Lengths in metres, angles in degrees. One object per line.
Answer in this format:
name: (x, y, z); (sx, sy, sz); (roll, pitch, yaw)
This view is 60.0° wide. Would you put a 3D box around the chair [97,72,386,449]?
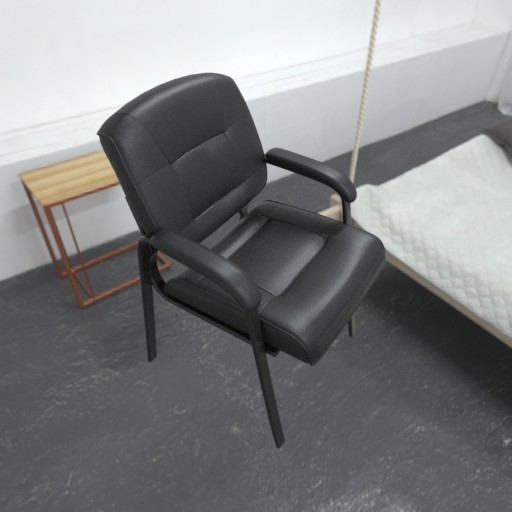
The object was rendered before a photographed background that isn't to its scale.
chair: (0.000, 0.000, 1.338); (0.668, 0.910, 0.591); (24, 47, 25)
